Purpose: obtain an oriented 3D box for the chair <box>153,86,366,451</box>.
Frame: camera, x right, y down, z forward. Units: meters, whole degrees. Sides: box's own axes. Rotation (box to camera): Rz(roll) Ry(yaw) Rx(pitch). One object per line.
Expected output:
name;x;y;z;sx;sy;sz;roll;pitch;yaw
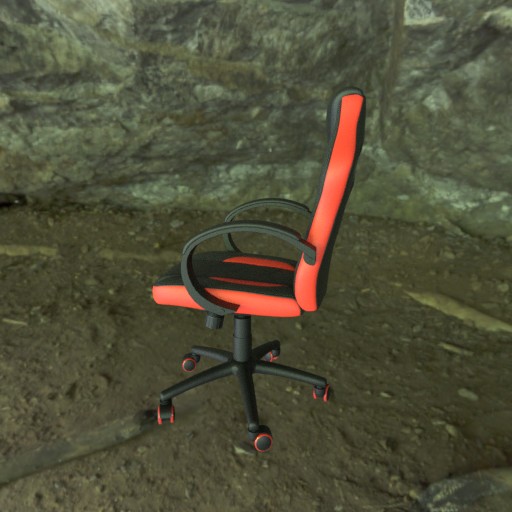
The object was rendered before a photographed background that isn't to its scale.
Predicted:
chair;0.000;0.000;1.444;0.642;1.016;0.600;2;14;9
